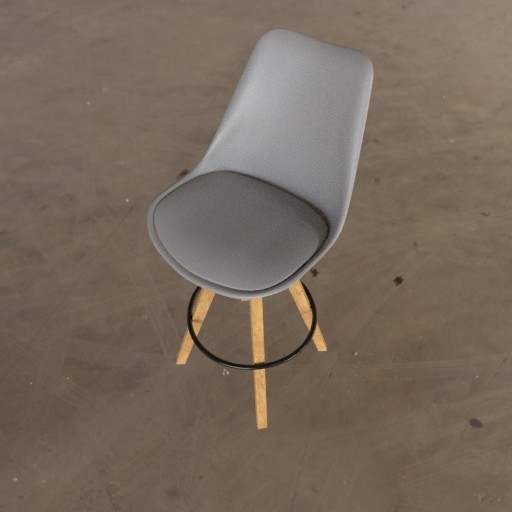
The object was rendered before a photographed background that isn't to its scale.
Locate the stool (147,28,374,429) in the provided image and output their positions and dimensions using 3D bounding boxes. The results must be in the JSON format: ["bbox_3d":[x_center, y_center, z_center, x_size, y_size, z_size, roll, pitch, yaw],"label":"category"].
[{"bbox_3d":[0.000,0.000,1.346,0.485,1.115,0.550,30,54,25],"label":"stool"}]
